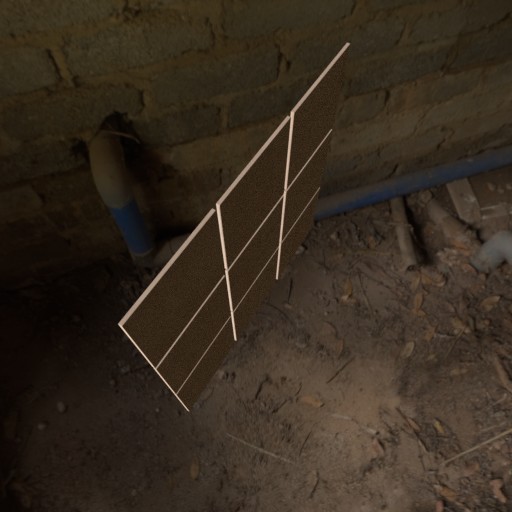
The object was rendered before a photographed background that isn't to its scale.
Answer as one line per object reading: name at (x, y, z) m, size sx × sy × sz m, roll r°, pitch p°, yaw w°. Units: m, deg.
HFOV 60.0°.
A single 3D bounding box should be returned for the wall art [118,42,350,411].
wall art at (0.000, 0.000, 1.838) m, size 0.013 × 1.218 × 1.219 m, roll 29°, pitch 65°, yaw 15°
